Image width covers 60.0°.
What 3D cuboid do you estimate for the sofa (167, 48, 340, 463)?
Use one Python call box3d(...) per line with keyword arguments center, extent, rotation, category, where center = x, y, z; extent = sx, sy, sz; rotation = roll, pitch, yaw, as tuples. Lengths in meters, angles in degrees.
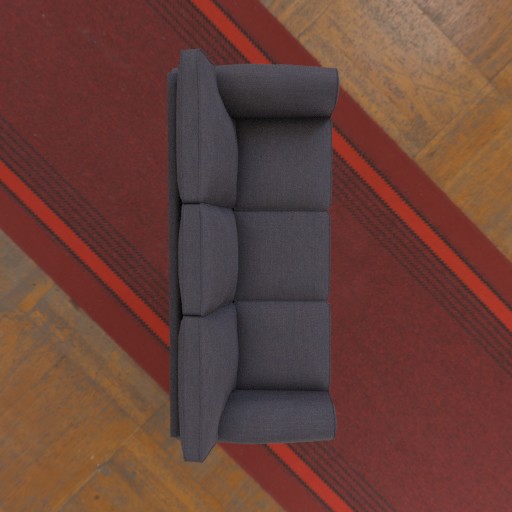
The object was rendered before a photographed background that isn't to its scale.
box3d(center=(0.000, 0.000, 2.600), extent=(0.909, 0.966, 2.084), rotation=(0, 92, 1), category="sofa")
